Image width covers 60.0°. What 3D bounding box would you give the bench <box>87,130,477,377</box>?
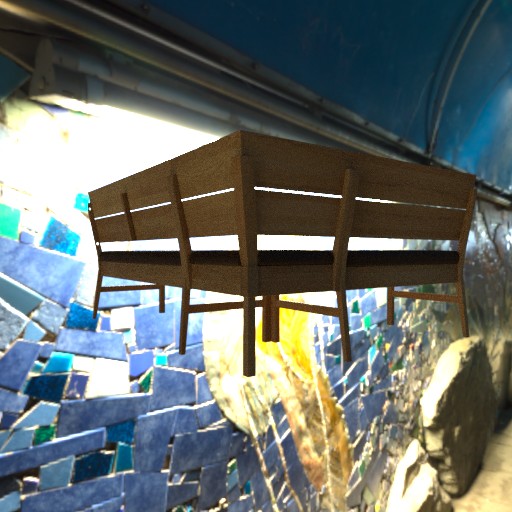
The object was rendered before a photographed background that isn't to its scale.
[{"bbox_3d":[0.000,0.000,2.752,1.549,0.890,1.975,0,1,-36],"label":"bench"}]
